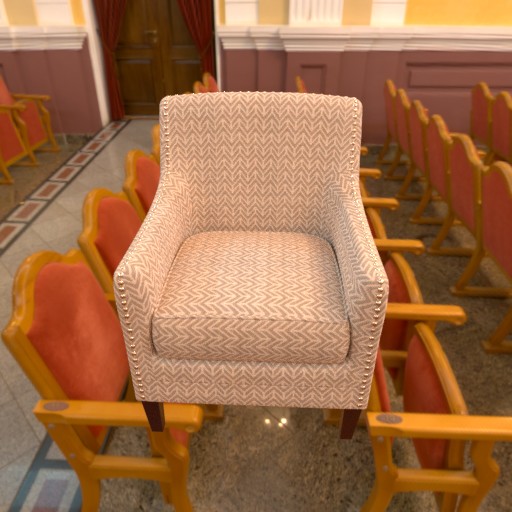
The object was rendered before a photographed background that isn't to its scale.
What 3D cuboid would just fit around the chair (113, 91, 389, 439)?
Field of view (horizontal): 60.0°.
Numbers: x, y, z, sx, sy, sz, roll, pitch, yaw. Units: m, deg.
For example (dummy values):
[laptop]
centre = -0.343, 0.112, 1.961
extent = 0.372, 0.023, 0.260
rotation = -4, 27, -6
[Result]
[chair]
centre = 0.000, 0.000, 1.308
extent = 0.623, 0.816, 0.651
rotation = 1, 31, 2
